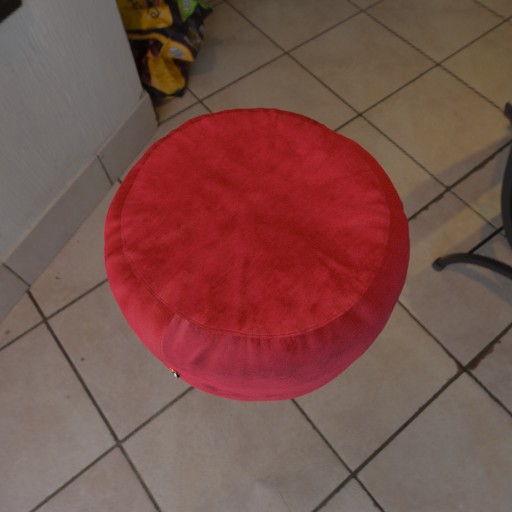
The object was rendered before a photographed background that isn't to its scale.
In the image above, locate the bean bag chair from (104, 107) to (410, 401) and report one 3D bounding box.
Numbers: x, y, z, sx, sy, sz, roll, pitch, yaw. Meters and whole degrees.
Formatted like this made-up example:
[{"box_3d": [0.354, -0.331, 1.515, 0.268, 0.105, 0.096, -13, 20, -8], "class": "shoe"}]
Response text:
[{"box_3d": [0.000, 0.000, 1.952, 1.219, 0.762, 1.219, 0, 63, 0], "class": "bean bag chair"}]
